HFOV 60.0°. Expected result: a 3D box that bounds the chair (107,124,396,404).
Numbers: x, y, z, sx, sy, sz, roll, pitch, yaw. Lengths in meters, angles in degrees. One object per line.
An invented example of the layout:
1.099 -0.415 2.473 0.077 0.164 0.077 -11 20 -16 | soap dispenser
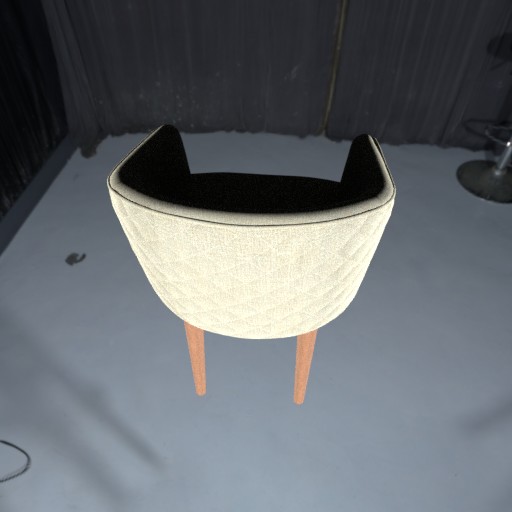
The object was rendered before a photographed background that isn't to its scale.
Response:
0.000 0.000 1.180 0.584 0.775 0.616 4 46 4 | chair
